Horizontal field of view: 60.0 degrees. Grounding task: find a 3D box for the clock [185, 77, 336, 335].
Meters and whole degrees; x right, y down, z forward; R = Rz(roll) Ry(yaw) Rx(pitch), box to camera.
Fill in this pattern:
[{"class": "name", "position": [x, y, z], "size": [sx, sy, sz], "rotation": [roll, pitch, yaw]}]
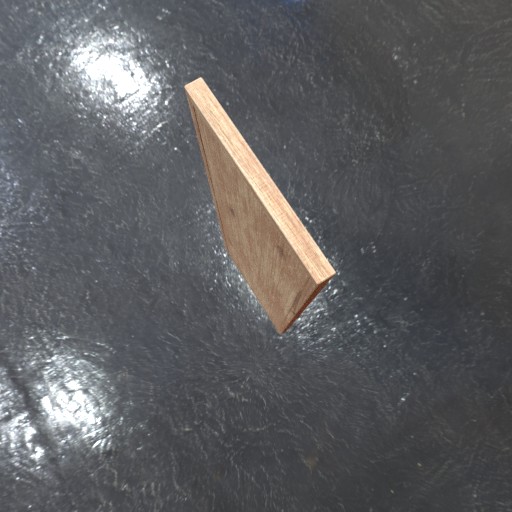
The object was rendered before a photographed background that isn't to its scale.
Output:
[{"class": "clock", "position": [0.000, 0.000, 1.103], "size": [0.030, 0.965, 0.361], "rotation": [-31, 78, -7]}]
